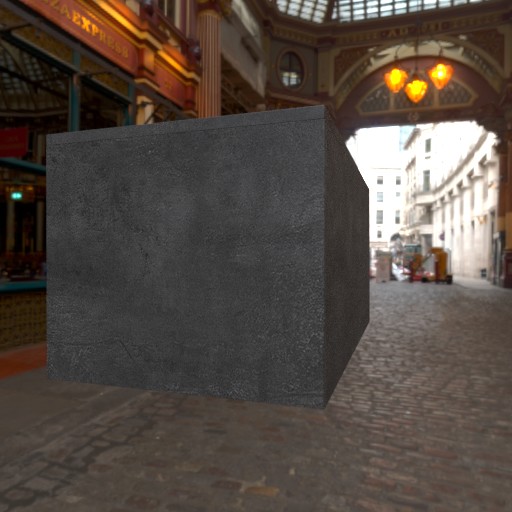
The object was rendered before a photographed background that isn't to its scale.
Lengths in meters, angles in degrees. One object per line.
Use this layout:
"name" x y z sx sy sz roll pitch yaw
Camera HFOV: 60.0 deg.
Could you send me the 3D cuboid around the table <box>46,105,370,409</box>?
"table" 0.000 0.000 0.904 0.400 0.350 0.700 0 0 18
